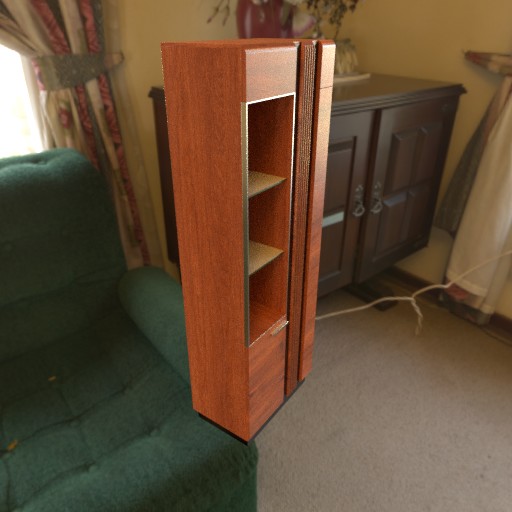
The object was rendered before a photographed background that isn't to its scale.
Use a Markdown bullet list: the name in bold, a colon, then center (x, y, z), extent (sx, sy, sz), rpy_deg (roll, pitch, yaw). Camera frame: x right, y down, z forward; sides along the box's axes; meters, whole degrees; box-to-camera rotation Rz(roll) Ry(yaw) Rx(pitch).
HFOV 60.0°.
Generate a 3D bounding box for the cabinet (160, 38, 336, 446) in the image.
- **cabinet**: center (0.000, 0.000, 2.267), extent (0.420, 1.980, 0.660), rpy_deg (18, 33, 31)
